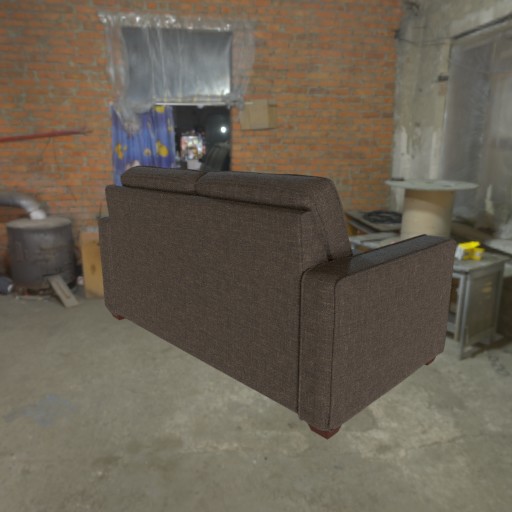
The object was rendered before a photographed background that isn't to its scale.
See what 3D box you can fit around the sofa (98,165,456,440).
[{"bbox_3d":[0.000,0.000,2.321,0.947,0.918,1.709,-13,19,-42],"label":"sofa"}]
